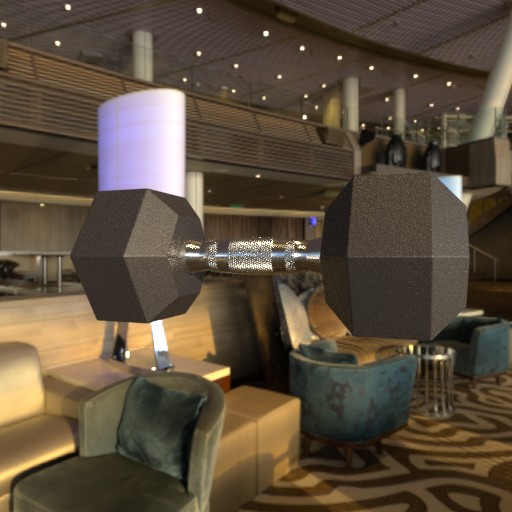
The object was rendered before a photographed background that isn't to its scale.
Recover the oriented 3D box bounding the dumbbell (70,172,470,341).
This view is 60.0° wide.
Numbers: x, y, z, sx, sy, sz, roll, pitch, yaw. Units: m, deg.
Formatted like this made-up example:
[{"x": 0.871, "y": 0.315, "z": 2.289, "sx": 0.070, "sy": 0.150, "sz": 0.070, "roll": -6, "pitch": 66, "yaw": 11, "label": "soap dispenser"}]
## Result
[{"x": 0.000, "y": 0.000, "z": 0.370, "sx": 0.315, "sy": 0.113, "sz": 0.129, "roll": 0, "pitch": 0, "yaw": 20, "label": "dumbbell"}]
